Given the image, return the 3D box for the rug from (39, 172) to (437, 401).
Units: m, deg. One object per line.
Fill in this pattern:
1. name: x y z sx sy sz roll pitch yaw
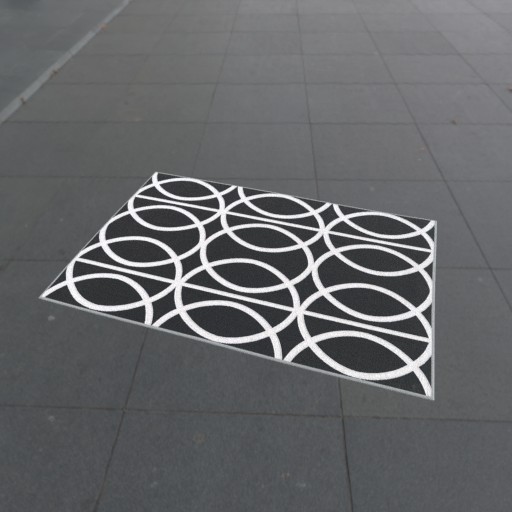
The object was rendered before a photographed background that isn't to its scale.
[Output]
1. rug: 0.000 0.000 2.950 2.290 0.014 1.526 12 43 13
